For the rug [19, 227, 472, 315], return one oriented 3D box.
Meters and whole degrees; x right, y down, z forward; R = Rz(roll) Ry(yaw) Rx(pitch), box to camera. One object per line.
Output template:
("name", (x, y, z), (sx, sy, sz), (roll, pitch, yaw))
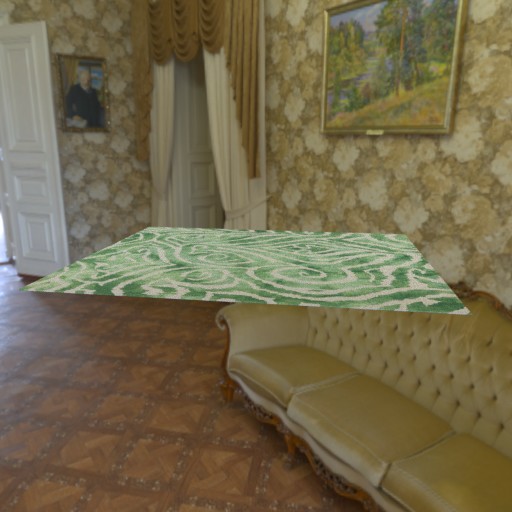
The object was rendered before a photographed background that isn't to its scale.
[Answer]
("rug", (0.000, 0.000, 4.097), (3.045, 0.007, 2.436), (2, 15, 9))
